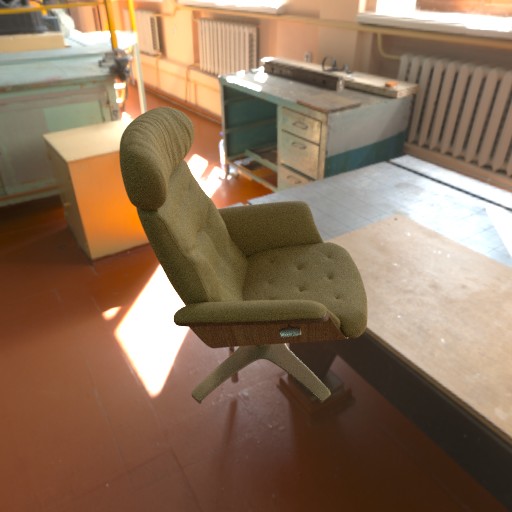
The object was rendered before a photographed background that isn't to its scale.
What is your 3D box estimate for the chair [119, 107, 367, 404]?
[{"bbox_3d":[0.000,0.000,1.643,0.837,0.995,0.785,1,32,2],"label":"chair"}]
